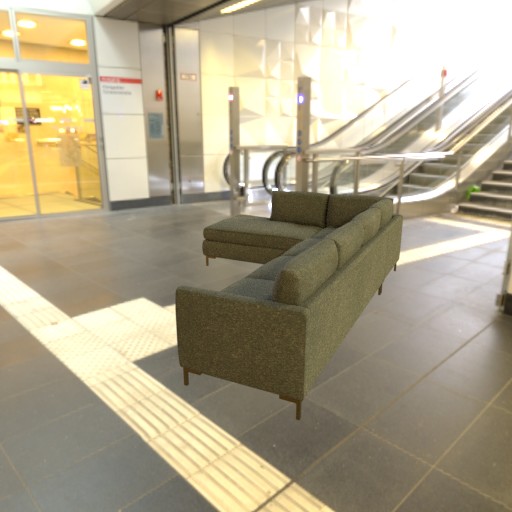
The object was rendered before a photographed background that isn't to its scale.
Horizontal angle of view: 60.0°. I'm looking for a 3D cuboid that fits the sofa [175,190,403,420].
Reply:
[{"bbox_3d":[0.000,0.000,3.878,2.007,0.815,2.949,8,18,26],"label":"sofa"}]
